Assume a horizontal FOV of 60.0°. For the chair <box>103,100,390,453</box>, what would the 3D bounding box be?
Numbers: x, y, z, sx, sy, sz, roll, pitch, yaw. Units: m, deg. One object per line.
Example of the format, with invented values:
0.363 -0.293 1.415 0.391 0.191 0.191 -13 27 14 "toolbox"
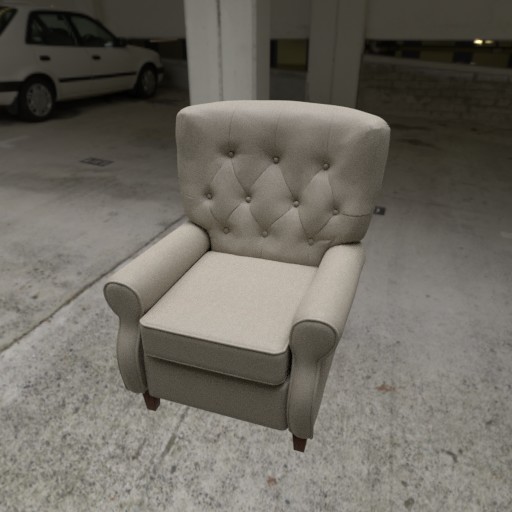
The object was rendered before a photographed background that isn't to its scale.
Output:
0.000 0.000 1.889 0.943 1.158 1.059 9 28 17 "chair"
